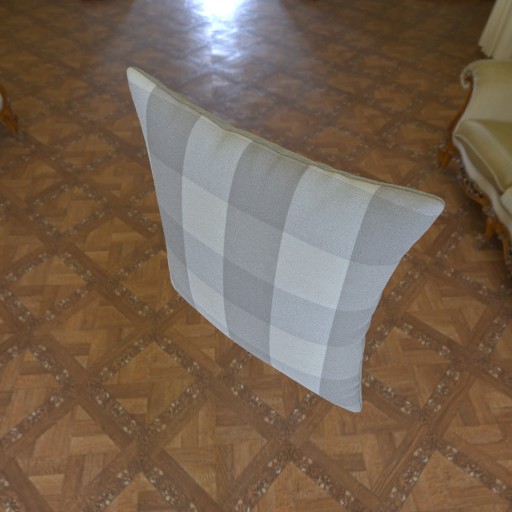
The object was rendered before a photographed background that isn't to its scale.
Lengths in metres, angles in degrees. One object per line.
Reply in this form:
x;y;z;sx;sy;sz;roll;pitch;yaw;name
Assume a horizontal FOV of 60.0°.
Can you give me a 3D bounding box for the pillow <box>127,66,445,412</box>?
0.000;0.000;0.756;0.511;0.509;0.161;31;54;26;pillow
